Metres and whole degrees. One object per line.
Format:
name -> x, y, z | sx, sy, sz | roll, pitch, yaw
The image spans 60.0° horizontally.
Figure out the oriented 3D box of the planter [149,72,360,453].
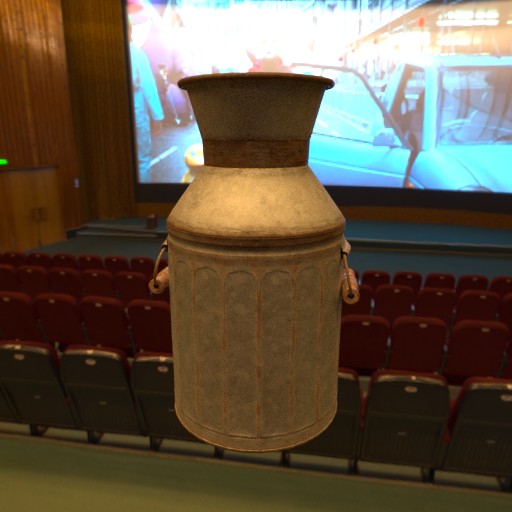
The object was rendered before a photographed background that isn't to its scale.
planter -> 0.000, 0.000, 0.539 | 0.245, 0.396, 0.214 | 2, 16, 8
